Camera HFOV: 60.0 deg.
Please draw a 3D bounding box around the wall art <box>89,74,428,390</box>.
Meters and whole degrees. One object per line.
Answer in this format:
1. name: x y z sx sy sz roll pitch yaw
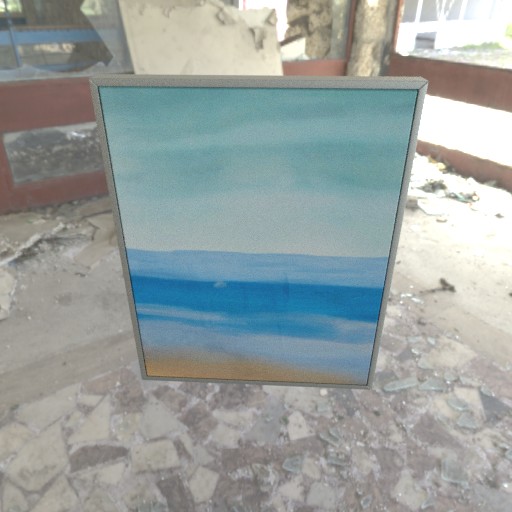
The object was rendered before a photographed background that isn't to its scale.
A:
1. wall art: 0.000 0.000 0.733 0.445 0.553 0.039 2 30 3
